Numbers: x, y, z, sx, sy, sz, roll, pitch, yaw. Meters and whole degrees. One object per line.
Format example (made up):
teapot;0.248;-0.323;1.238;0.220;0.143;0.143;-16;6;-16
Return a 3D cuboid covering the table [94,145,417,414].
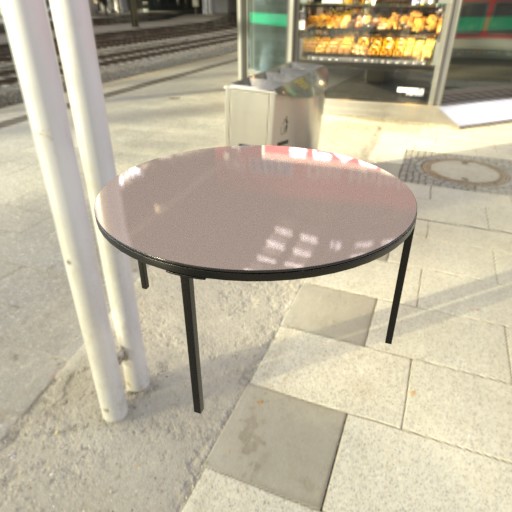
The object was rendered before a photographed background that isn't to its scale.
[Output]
table;0.000;0.000;1.246;0.800;0.400;0.800;0;30;0
